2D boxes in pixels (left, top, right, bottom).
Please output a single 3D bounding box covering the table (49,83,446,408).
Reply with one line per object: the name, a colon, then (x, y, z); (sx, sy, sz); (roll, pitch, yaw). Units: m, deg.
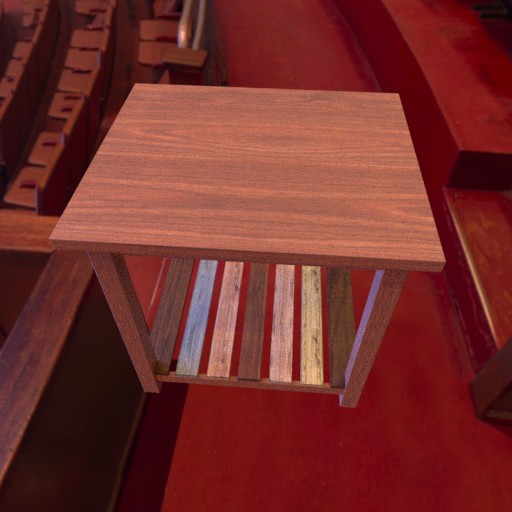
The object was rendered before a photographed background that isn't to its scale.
table: (0.000, 0.000, 1.156); (0.660, 0.635, 0.559); (3, 48, 3)
